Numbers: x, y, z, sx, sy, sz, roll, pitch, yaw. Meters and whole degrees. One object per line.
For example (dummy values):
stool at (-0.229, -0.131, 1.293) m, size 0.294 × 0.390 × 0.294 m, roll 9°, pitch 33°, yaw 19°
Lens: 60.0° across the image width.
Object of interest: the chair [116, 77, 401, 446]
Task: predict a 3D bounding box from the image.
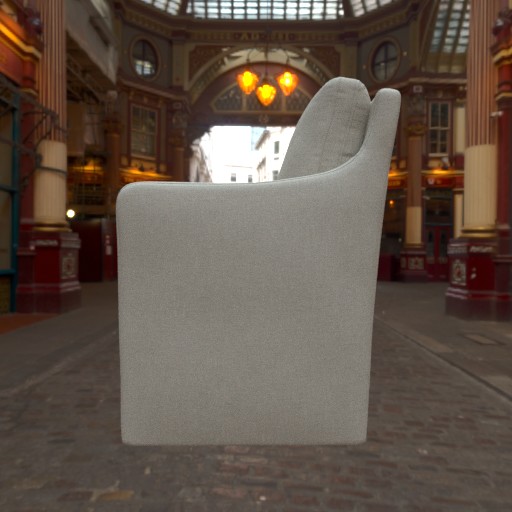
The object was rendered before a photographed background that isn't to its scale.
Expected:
chair at (0.000, 0.000, 1.344) m, size 0.694 × 0.914 × 0.626 m, roll 0°, pitch 1°, yaw 0°
